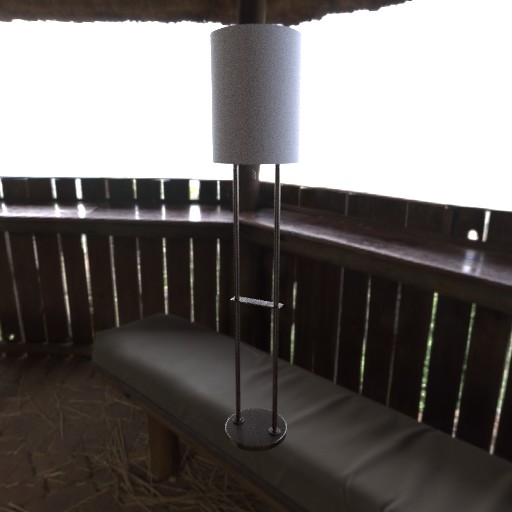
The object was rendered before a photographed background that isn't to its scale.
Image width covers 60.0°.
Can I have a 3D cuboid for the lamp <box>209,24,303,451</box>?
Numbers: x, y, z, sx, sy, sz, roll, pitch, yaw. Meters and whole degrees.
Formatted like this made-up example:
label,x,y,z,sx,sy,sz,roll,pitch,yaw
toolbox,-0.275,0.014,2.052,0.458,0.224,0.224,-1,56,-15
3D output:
label,x,y,z,sx,sy,sz,roll,pitch,yaw
lamp,0.000,0.000,1.648,0.306,1.500,0.305,7,16,25
